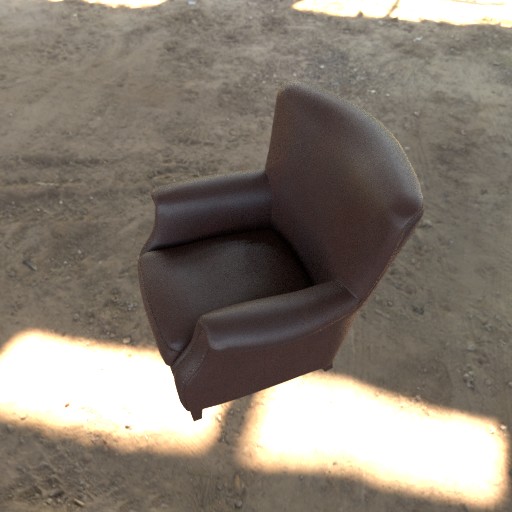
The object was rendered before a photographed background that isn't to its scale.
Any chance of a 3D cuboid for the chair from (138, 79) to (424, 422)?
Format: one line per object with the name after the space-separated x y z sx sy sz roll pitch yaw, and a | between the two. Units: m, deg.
0.000 0.000 1.401 0.746 0.800 0.700 -17 50 -15 | chair
